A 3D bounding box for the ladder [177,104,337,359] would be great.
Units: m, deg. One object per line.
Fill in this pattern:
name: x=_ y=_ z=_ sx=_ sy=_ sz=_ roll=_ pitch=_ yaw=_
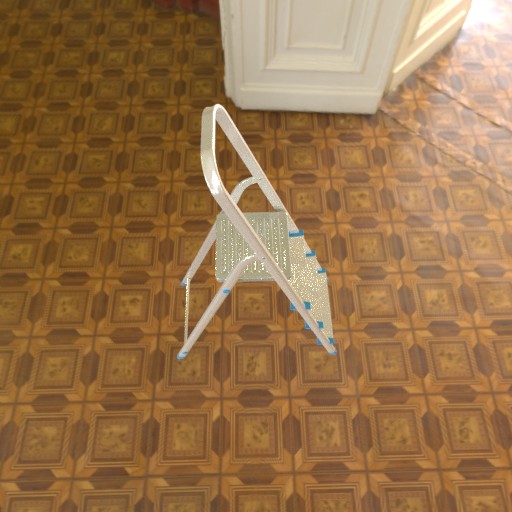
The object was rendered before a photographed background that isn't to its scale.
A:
ladder: x=0.000 y=0.000 z=1.803 sx=0.842 sy=1.434 sz=0.445 roll=-1 pitch=62 yaw=-1
